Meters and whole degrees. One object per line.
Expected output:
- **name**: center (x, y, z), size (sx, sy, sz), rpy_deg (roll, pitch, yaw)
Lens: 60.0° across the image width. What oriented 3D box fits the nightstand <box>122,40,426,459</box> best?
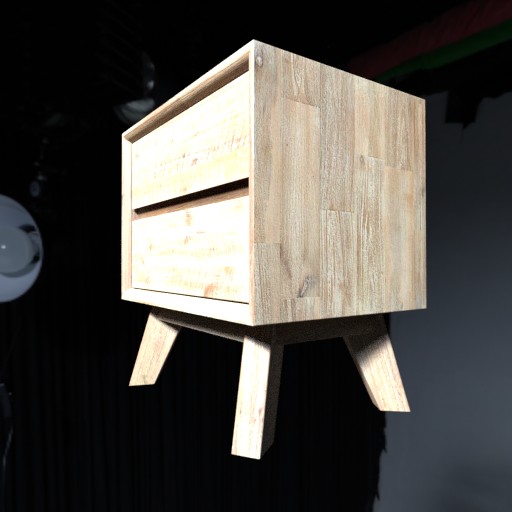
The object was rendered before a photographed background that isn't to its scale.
- **nightstand**: center (0.000, 0.000, 0.947), size (0.396, 0.589, 0.552), rpy_deg (1, -1, -35)
